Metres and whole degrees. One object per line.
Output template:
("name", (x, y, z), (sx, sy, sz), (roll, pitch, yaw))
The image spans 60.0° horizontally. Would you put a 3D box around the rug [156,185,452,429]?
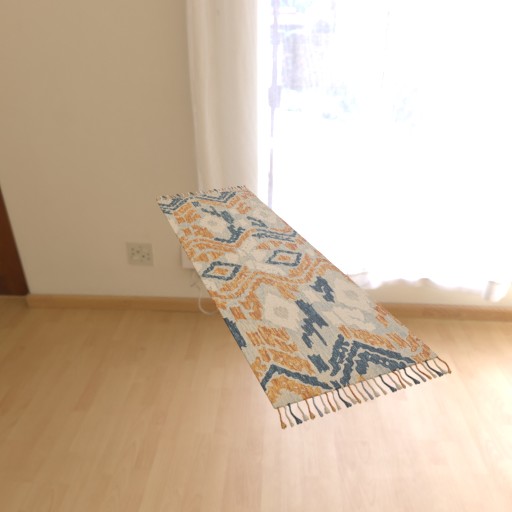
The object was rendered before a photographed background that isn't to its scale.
("rug", (0.000, 0.000, 2.661), (0.783, 0.010, 2.437), (-11, 30, -19))
